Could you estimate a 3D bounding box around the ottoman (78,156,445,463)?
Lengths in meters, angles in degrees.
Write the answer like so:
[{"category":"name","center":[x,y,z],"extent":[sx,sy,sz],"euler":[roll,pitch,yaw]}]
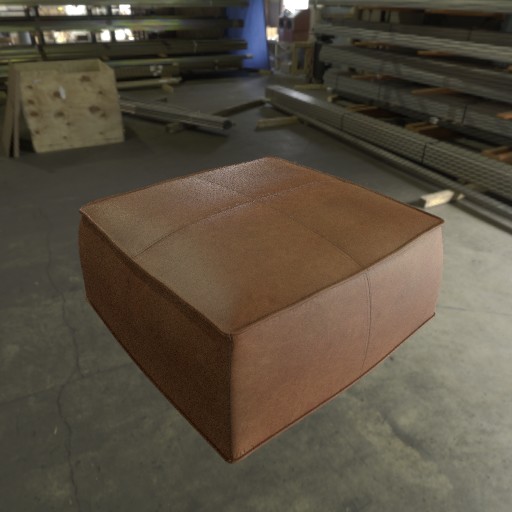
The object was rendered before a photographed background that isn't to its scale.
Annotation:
[{"category":"ottoman","center":[0.000,0.000,1.416],"extent":[0.902,0.395,0.901],"euler":[-23,38,-34]}]
